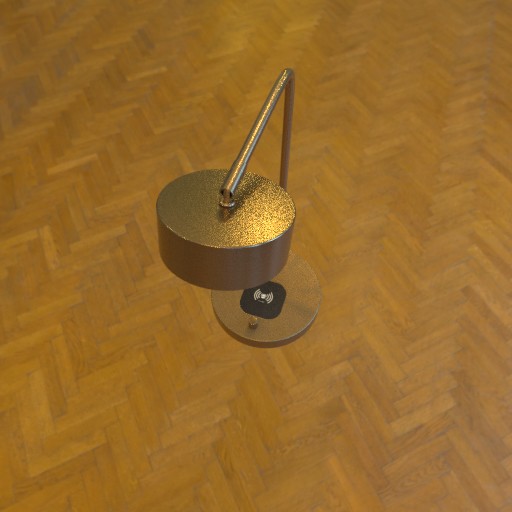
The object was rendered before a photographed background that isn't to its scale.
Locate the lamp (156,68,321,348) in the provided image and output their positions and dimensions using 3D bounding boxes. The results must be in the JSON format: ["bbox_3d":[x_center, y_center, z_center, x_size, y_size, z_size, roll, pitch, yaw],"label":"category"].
[{"bbox_3d":[0.000,0.000,0.525,0.171,0.380,0.270,15,57,10],"label":"lamp"}]
